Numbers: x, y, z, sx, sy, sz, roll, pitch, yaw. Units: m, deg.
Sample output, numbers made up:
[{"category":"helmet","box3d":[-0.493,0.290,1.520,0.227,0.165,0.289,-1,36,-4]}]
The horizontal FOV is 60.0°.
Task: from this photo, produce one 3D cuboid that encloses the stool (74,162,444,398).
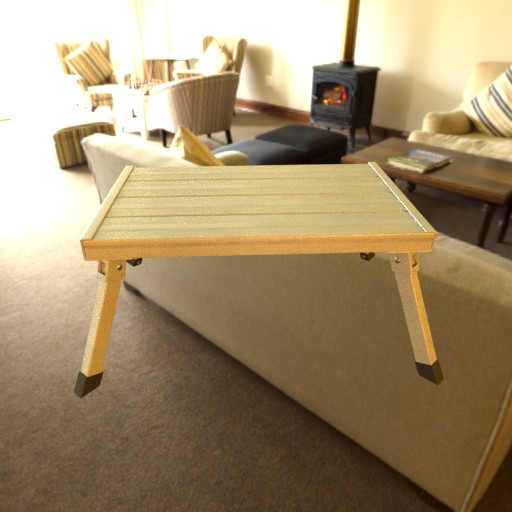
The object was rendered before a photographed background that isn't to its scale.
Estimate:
[{"category":"stool","box3d":[0.000,0.000,0.740,0.535,0.225,0.385,-1,30,-2]}]
